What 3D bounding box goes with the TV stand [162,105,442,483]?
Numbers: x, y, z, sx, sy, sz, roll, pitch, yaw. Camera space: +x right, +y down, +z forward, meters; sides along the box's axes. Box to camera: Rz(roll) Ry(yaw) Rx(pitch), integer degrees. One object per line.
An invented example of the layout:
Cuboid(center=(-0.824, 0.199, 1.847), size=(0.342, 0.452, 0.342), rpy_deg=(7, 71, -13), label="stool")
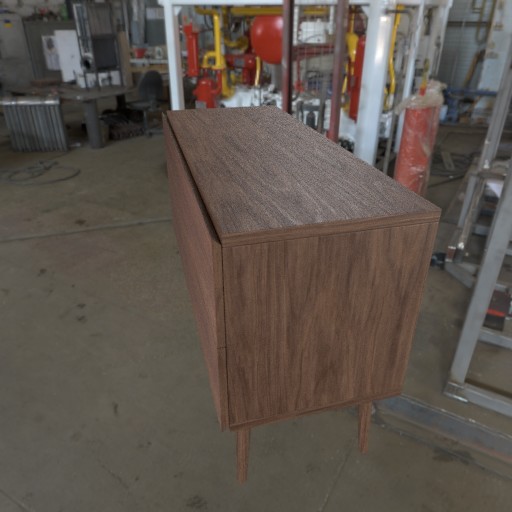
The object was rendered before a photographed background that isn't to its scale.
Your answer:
Cuboid(center=(0.000, 0.000, 1.300), size=(0.405, 0.660, 0.990), rpy_deg=(-7, 30, -13), label="TV stand")
